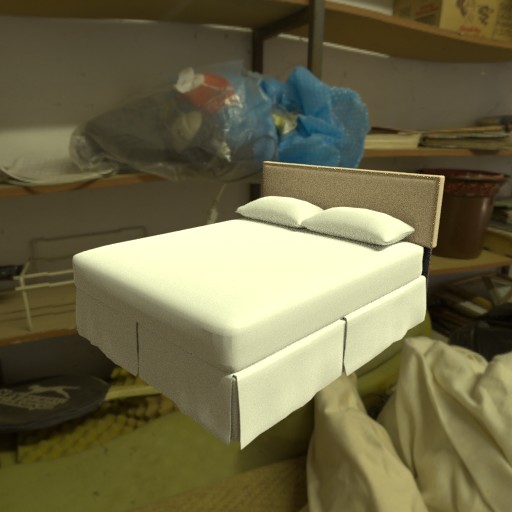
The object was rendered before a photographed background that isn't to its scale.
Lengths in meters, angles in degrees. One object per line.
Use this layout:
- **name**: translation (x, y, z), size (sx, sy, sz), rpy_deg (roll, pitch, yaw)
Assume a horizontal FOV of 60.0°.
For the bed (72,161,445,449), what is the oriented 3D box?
- **bed**: translation (0.000, 0.000, 2.903), size (1.616, 1.016, 1.876), rpy_deg (16, 23, 42)
